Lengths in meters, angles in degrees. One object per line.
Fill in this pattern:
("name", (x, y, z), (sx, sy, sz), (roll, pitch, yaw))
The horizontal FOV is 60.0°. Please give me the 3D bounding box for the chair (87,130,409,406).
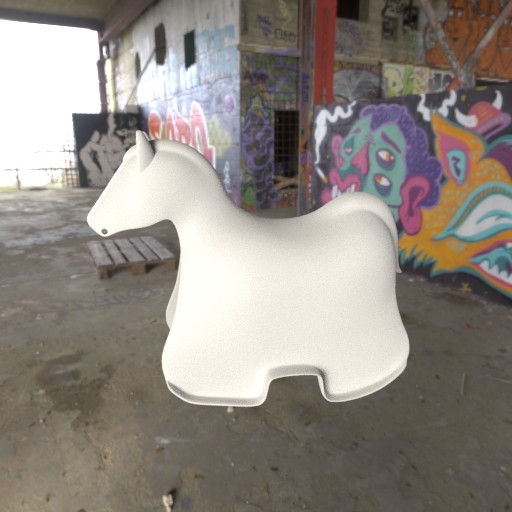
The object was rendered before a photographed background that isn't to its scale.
("chair", (0.000, 0.000, 1.130), (0.800, 0.612, 0.429), (-2, 14, -9))
